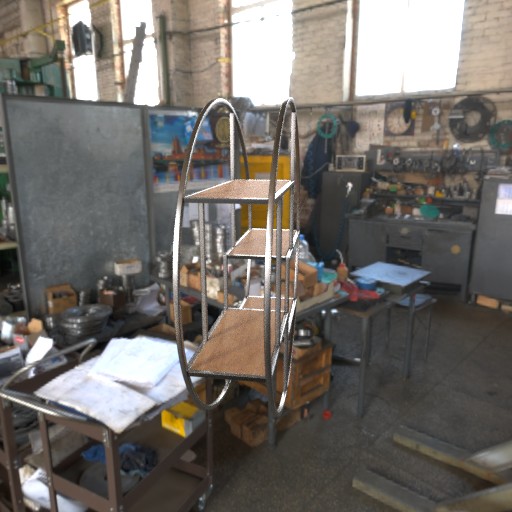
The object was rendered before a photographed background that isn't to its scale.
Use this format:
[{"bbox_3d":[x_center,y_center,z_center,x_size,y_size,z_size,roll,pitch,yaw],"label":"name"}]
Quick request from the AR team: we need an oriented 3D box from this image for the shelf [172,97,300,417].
[{"bbox_3d":[0.000,0.000,1.322,0.202,0.888,0.888,2,14,9],"label":"shelf"}]
